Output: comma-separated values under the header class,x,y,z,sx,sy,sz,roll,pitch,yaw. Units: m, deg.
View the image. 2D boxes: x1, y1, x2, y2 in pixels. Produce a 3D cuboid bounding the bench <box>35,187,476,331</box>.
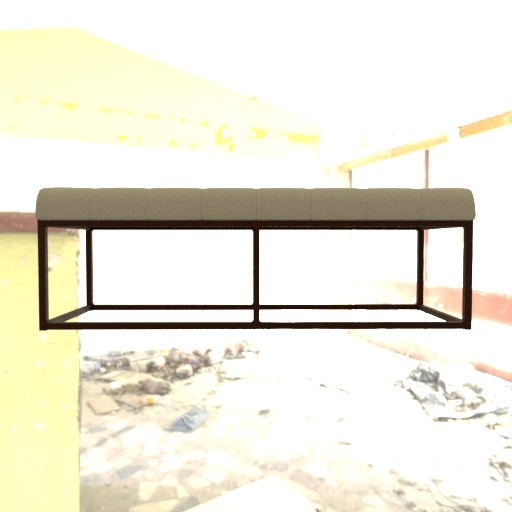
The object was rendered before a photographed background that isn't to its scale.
class,x,y,z,sx,sy,sz,roll,pitch,yaw
bench,0.000,0.000,1.712,1.488,0.488,0.479,0,2,0
